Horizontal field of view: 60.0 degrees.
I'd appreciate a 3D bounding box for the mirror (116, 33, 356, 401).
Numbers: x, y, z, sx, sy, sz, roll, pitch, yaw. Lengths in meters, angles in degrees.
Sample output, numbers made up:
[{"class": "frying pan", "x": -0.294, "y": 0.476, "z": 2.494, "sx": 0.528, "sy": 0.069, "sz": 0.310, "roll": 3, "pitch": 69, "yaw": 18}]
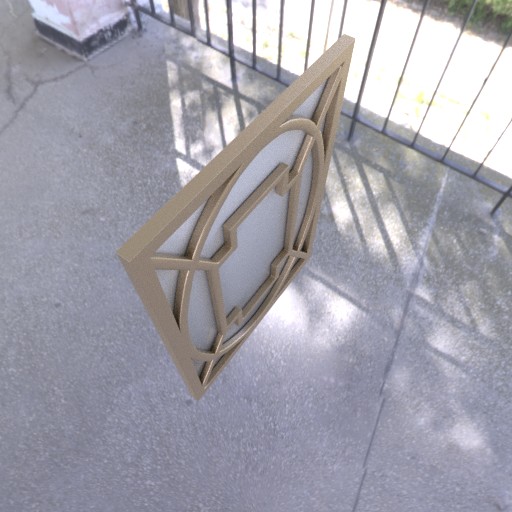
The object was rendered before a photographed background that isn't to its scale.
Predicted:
[{"class": "mirror", "x": 0.000, "y": 0.000, "z": 1.336, "sx": 0.032, "sy": 1.023, "sz": 0.756, "roll": 32, "pitch": 64, "yaw": 18}]
